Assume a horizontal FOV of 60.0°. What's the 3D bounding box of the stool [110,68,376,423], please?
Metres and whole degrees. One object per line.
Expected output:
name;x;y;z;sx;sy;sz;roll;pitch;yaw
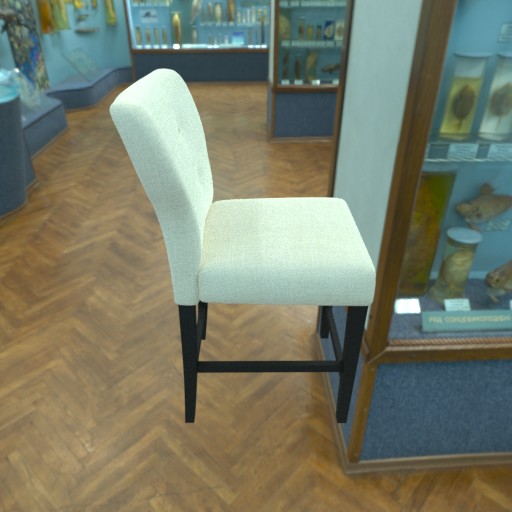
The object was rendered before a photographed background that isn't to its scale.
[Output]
stool;0.000;0.000;1.305;0.603;0.972;0.514;0;31;0
